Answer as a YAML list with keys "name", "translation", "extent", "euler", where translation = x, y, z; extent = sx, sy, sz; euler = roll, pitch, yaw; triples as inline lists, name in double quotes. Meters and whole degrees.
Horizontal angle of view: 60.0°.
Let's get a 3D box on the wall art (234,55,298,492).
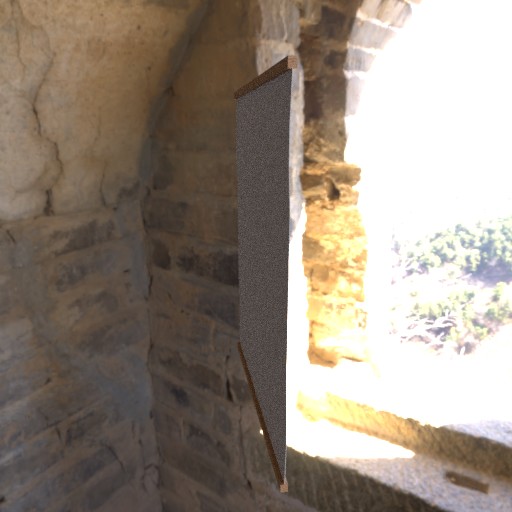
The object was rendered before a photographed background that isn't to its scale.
- name: "wall art"
  translation: [0.000, 0.000, 0.682]
  extent: [0.010, 0.507, 0.404]
  euler: [-3, 16, -10]
